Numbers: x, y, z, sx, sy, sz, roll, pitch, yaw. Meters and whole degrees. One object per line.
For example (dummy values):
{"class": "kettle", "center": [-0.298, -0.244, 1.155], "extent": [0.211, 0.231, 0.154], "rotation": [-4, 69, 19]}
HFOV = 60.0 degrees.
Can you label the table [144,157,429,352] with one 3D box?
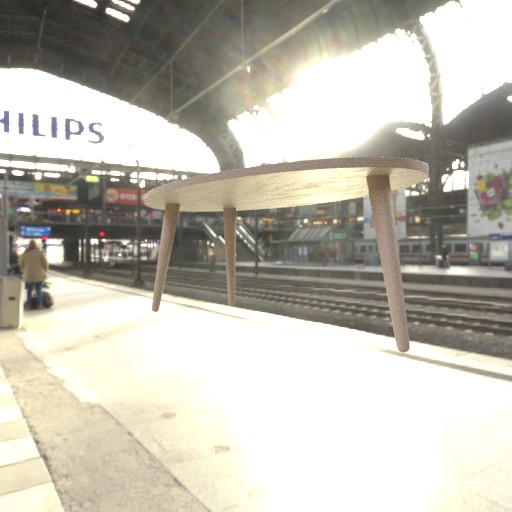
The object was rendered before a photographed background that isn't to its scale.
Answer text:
{"class": "table", "center": [0.000, 0.000, 1.322], "extent": [0.542, 0.390, 1.083], "rotation": [0, 1, -36]}
